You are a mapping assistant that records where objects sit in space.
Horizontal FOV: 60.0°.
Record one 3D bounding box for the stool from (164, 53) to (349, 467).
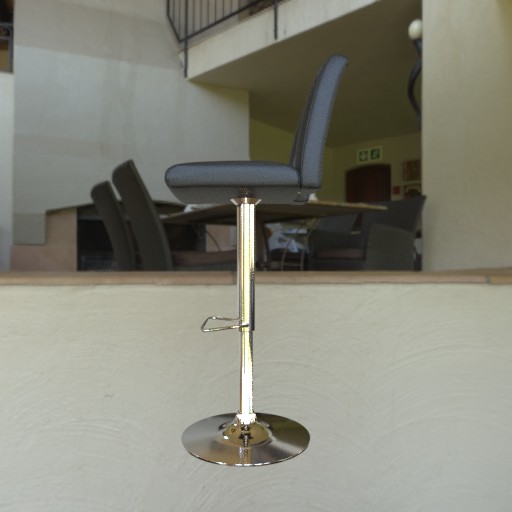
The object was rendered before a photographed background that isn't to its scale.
[{"bbox_3d":[0.000,0.000,1.418,0.520,1.151,0.415,0,0,-1],"label":"stool"}]
